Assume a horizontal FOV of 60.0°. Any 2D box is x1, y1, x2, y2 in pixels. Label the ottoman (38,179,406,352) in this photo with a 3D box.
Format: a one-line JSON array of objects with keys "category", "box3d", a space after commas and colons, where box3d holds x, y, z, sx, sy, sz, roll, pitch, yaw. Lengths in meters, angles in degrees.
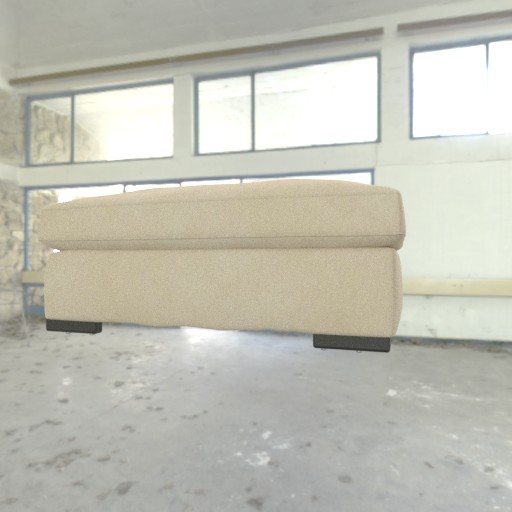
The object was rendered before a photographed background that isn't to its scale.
[{"category": "ottoman", "box3d": [0.000, 0.000, 1.869, 1.190, 0.522, 1.205, 0, 0, 18]}]
